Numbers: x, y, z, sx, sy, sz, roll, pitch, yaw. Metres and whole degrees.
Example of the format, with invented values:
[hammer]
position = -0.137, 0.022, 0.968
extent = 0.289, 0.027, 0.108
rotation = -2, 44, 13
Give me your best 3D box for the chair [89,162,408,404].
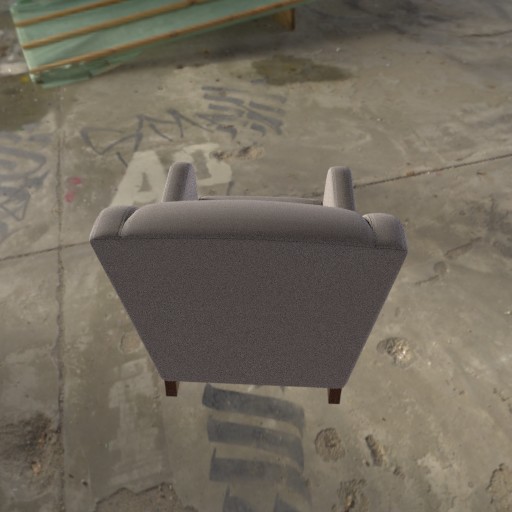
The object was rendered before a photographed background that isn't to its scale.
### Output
[chair]
position = 0.000, 0.000, 1.596
extent = 0.715, 1.010, 0.863
rotation = 2, 46, 2
